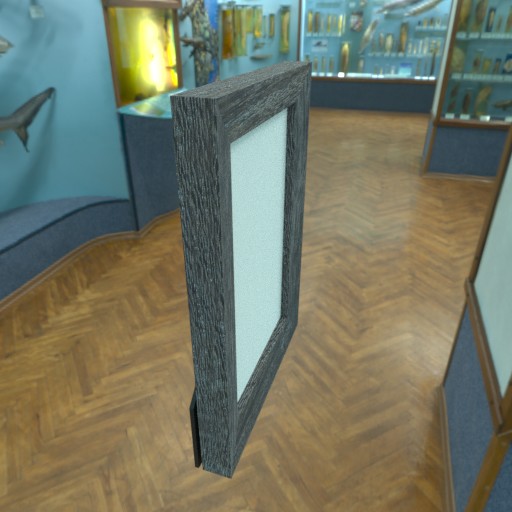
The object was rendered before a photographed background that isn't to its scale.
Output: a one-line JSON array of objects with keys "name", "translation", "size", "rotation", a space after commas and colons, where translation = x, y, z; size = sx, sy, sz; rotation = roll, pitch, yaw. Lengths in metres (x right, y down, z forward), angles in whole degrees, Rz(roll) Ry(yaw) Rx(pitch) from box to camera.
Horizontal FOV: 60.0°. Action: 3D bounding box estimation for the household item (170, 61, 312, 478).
[{"name": "household item", "translation": [0.000, 0.000, 0.235], "size": [0.020, 0.180, 0.133], "rotation": [9, 30, 17]}]
